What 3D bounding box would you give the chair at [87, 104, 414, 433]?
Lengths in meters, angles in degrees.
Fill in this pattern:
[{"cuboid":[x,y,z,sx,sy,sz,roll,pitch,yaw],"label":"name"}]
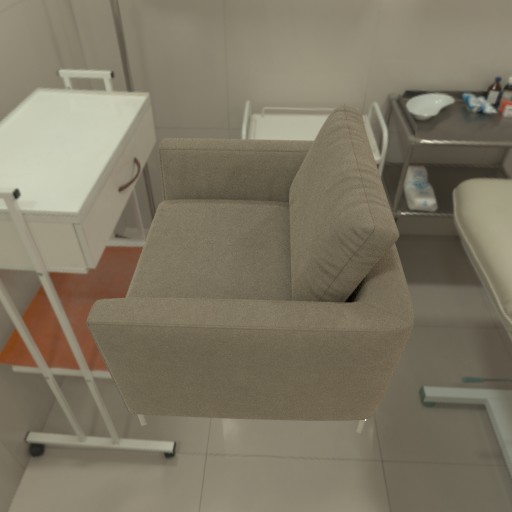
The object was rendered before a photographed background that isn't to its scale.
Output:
[{"cuboid":[0.000,0.000,1.632,0.889,0.864,1.041,1,42,2],"label":"chair"}]
